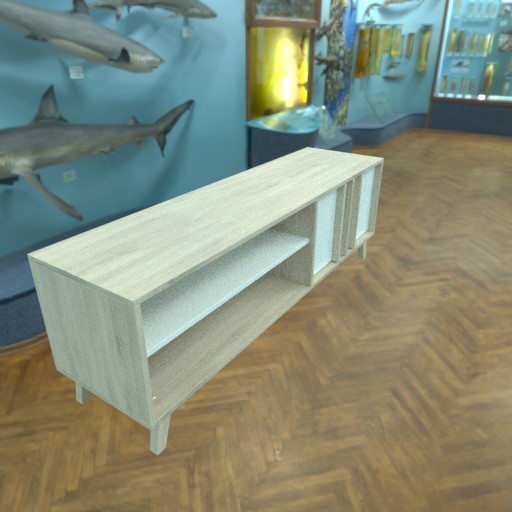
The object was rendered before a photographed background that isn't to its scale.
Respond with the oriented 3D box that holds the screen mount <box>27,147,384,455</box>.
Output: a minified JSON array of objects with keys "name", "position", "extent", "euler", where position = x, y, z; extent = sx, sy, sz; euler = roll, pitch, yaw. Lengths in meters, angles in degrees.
[{"name":"screen mount","position":[0.000,0.000,1.708],"extent":[0.400,0.510,1.500],"euler":[17,31,31]}]
